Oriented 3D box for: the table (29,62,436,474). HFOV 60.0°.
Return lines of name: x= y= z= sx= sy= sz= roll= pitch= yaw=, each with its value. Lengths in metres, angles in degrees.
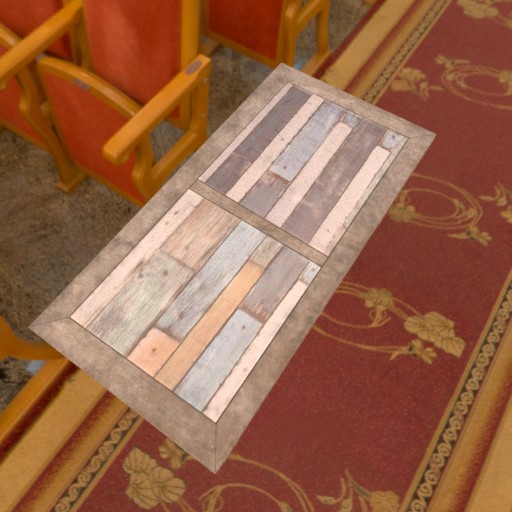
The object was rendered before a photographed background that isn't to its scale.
table: x=0.000 y=0.000 z=1.519 sx=0.610 sy=0.470 sz=1.219 roll=31 pitch=67 yaw=15
